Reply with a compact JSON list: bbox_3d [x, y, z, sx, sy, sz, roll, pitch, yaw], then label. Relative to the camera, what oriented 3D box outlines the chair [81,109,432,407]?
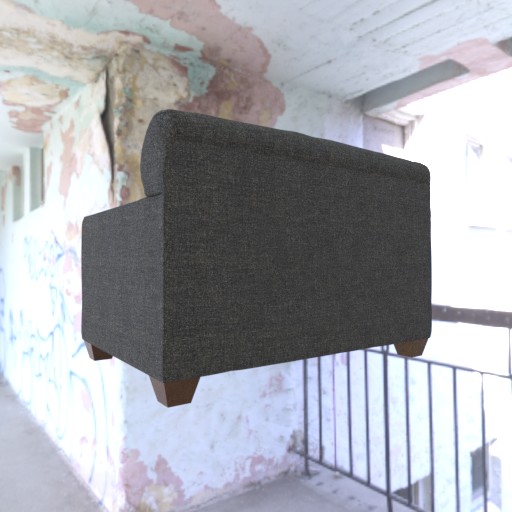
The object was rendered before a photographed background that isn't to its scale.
[{"bbox_3d":[0.000,0.000,2.099,1.383,0.948,1.000,1,-1,-36],"label":"chair"}]
